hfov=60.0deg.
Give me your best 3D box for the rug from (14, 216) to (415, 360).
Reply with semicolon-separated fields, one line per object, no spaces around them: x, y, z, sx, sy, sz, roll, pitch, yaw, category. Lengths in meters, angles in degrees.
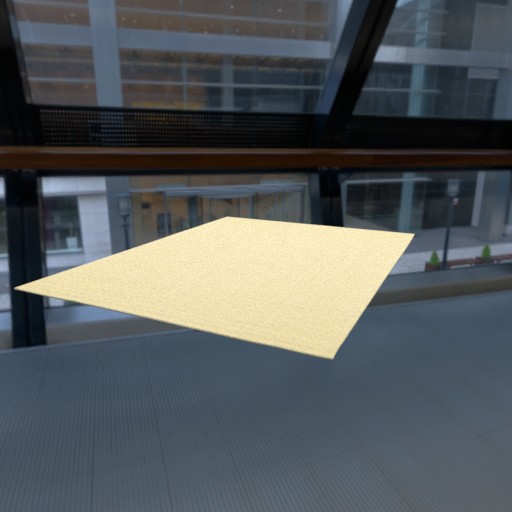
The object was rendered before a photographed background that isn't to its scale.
0.000;0.000;4.165;2.452;0.016;3.204;8;17;25;rug
